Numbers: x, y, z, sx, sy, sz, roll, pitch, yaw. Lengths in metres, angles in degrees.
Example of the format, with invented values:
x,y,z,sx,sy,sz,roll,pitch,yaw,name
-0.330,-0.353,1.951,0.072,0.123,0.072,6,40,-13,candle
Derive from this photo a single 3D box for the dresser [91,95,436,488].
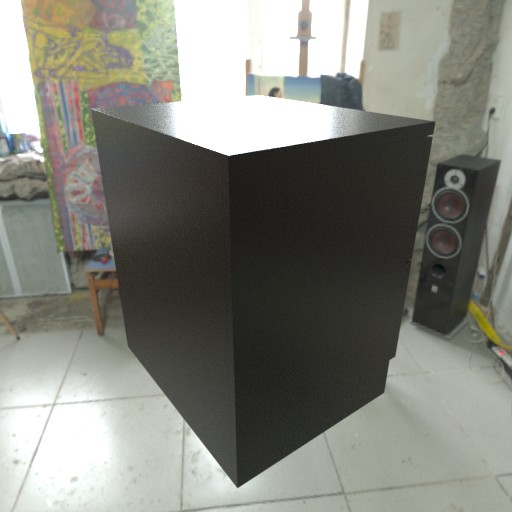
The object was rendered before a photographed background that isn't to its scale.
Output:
x,y,z,sx,sy,sz,roll,pitch,yaw,name
0.000,0.000,0.762,0.360,0.470,0.400,-18,31,-32,dresser
